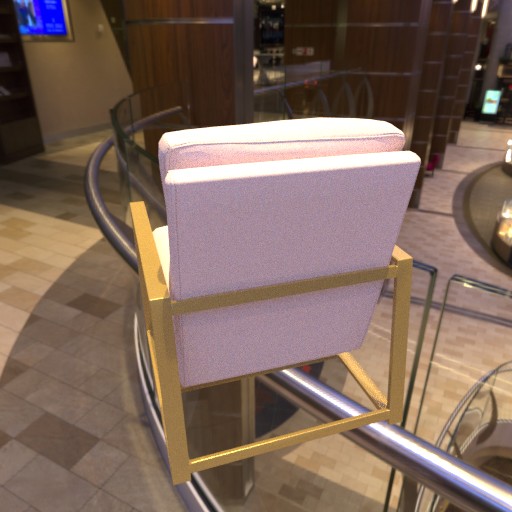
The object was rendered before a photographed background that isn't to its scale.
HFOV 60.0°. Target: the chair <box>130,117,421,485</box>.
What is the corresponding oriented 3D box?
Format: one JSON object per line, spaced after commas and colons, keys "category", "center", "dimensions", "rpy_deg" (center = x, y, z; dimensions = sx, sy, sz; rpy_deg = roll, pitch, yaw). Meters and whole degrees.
{"category": "chair", "center": [0.000, 0.000, 1.497], "dimensions": [0.758, 0.956, 0.813], "rpy_deg": [-8, 27, -16]}
